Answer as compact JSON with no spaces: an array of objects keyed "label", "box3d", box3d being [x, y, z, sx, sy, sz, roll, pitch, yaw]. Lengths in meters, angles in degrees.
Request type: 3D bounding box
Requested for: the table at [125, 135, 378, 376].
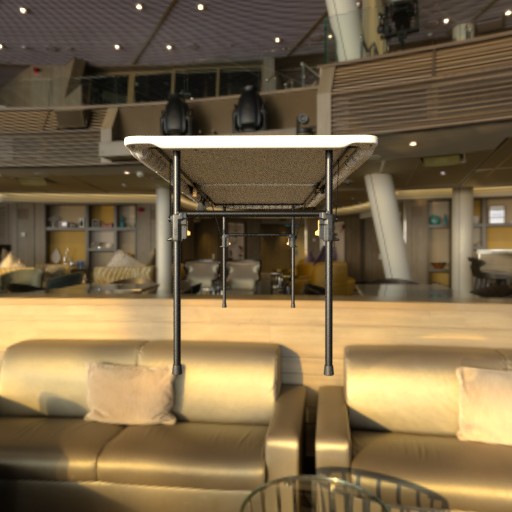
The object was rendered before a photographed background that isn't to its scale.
[{"label":"table","box3d":[0.000,0.000,2.199,0.761,0.719,1.829,0,0,1]}]
